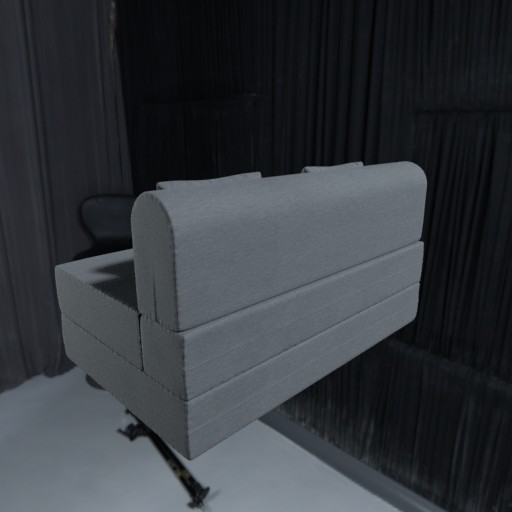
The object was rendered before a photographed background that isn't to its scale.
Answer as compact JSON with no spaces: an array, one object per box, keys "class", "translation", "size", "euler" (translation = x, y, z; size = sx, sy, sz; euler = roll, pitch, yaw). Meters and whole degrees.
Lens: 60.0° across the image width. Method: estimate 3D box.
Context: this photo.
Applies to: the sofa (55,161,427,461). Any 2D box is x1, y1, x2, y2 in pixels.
[{"class":"sofa","translation":[0.000,0.000,1.685],"size":[1.225,0.670,0.762],"euler":[-16,23,-42]}]
